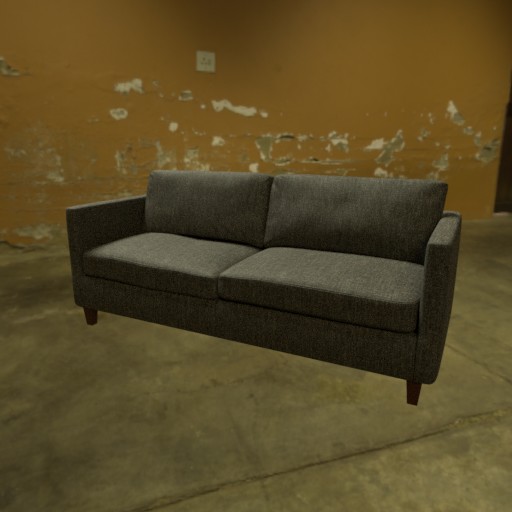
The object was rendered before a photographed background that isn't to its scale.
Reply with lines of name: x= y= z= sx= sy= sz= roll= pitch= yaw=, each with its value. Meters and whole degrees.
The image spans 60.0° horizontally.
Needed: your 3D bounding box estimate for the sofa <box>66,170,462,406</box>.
sofa: x=0.000 y=0.000 z=2.692 sx=2.208 sy=0.960 sz=0.948 roll=7 pitch=16 yaw=26
